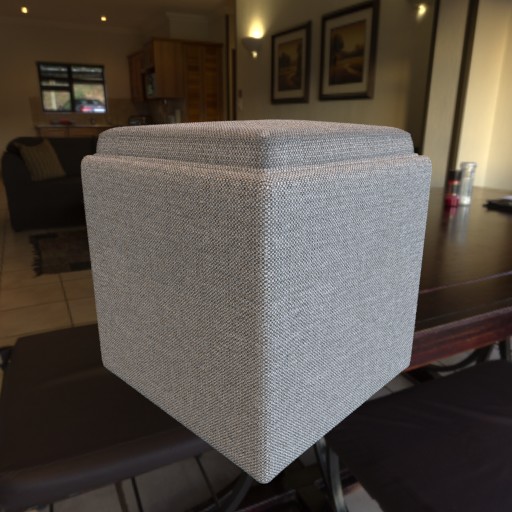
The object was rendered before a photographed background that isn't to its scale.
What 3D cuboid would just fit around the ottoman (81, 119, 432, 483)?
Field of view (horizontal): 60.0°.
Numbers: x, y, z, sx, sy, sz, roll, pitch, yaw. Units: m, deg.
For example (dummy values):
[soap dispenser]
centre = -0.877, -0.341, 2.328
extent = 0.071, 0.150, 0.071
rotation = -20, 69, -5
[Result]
[ottoman]
centre = 0.000, 0.000, 0.828
extent = 0.454, 0.487, 0.436
rotation = 16, 23, 42
